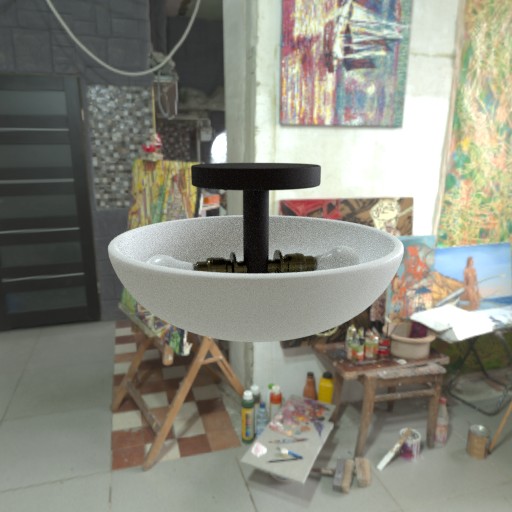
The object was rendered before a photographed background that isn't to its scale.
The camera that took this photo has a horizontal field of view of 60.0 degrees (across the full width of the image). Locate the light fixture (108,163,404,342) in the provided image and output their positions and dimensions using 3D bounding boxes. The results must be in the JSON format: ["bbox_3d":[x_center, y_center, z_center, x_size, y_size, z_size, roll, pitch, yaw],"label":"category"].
[{"bbox_3d":[0.000,0.000,0.526,0.331,0.212,0.331,0,14,0],"label":"light fixture"}]
